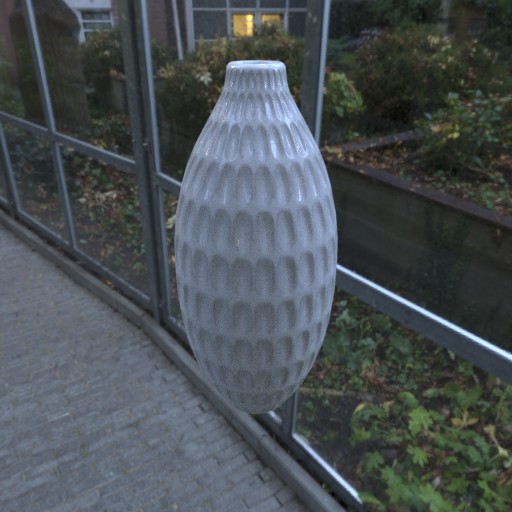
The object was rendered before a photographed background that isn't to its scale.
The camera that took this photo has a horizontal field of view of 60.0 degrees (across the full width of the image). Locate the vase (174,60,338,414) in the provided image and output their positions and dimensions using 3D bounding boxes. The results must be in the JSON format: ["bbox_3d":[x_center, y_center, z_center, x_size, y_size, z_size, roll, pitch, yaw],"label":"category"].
[{"bbox_3d":[0.000,0.000,0.351,0.127,0.282,0.127,0,27,0],"label":"vase"}]
